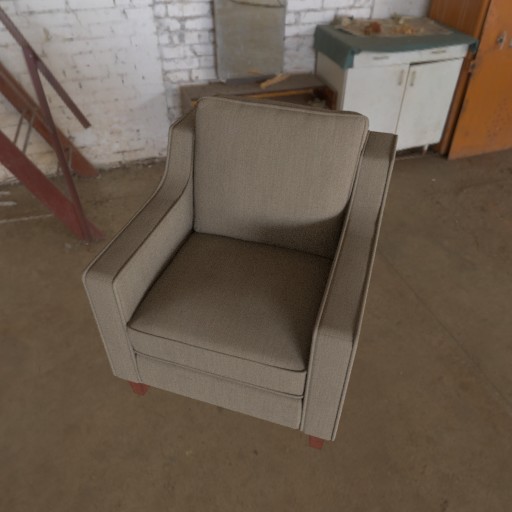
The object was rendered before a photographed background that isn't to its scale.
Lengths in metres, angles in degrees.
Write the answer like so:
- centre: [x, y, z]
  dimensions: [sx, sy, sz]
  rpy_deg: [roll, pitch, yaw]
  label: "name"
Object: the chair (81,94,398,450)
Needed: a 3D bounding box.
- centre: [0.000, 0.000, 1.648]
  dimensions: [0.831, 0.960, 0.909]
  rpy_deg: [12, 42, 13]
  label: "chair"
